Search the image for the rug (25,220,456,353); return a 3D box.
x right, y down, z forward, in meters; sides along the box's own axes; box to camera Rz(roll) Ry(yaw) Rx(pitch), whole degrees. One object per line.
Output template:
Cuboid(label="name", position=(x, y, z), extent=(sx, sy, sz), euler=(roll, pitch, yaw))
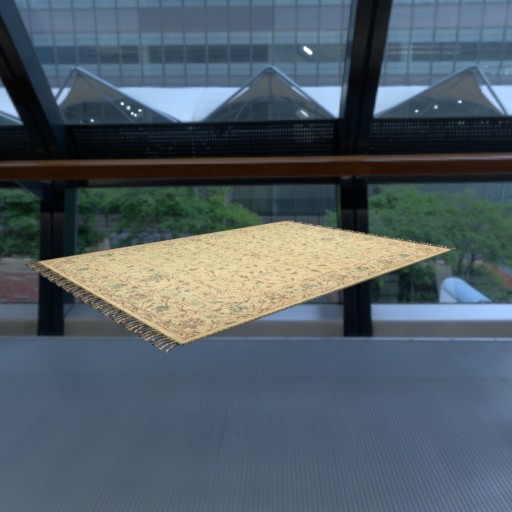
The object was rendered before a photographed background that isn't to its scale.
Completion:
Cuboid(label="rug", position=(0.000, 0.000, 2.218), extent=(1.802, 0.008, 1.247), euler=(-13, 19, -41))
